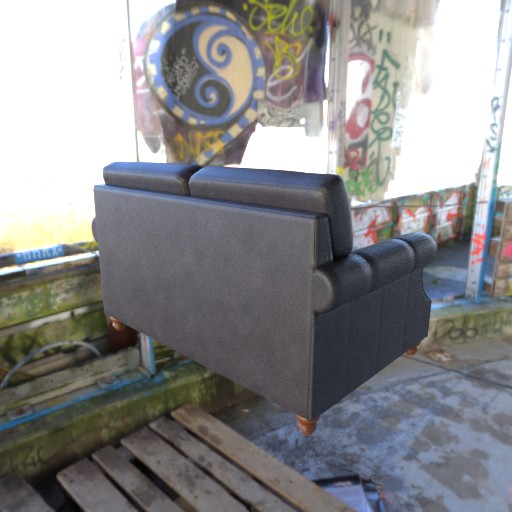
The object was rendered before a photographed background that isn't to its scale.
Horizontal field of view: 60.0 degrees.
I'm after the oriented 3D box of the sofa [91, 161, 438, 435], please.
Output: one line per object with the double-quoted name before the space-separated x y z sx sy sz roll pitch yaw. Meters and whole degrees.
"sofa" 0.000 0.000 2.368 1.663 0.979 1.030 14 20 42
